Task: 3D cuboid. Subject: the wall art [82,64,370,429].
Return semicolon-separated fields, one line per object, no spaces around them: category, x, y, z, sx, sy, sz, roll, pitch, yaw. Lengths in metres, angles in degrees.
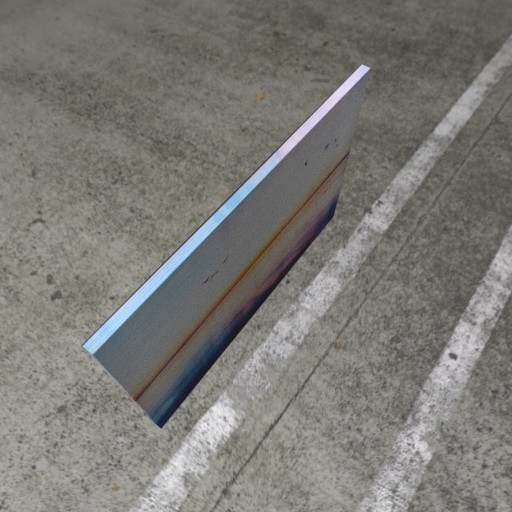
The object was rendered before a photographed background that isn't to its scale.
wall art;0.000;0.000;0.770;0.018;0.402;0.604;32;64;18
